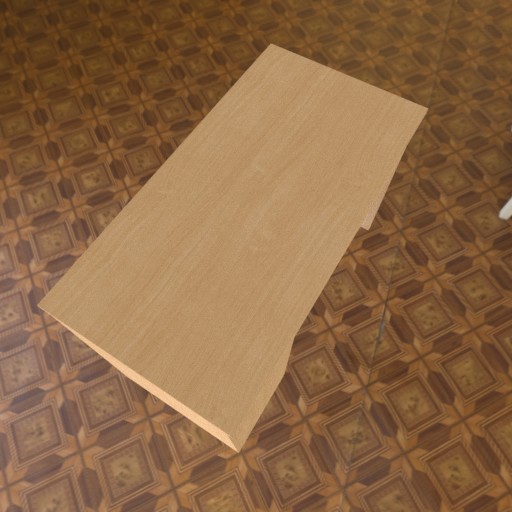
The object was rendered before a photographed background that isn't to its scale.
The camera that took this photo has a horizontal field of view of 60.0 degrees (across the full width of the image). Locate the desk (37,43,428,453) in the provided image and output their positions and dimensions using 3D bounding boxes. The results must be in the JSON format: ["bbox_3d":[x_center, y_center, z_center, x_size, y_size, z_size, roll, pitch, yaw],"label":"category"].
[{"bbox_3d":[0.000,0.000,1.537,0.560,0.735,1.097,29,67,14],"label":"desk"}]
